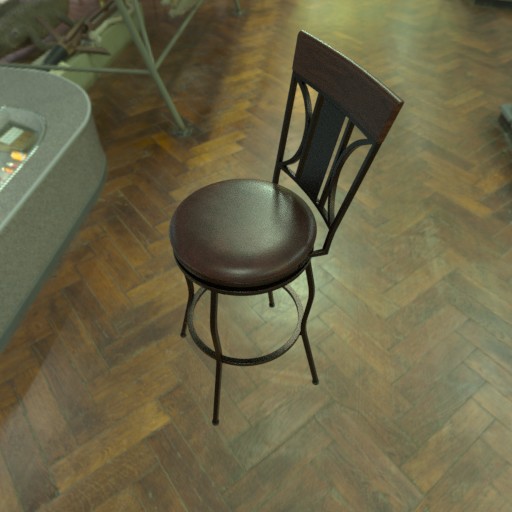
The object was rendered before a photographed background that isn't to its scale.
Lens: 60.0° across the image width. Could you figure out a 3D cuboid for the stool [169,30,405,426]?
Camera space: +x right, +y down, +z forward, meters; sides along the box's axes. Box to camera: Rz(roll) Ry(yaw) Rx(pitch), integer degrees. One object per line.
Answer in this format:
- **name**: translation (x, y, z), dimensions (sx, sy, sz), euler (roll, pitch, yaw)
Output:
- **stool**: translation (0.000, 0.000, 1.385), dimensions (0.513, 1.130, 0.448), euler (-17, 48, -16)
